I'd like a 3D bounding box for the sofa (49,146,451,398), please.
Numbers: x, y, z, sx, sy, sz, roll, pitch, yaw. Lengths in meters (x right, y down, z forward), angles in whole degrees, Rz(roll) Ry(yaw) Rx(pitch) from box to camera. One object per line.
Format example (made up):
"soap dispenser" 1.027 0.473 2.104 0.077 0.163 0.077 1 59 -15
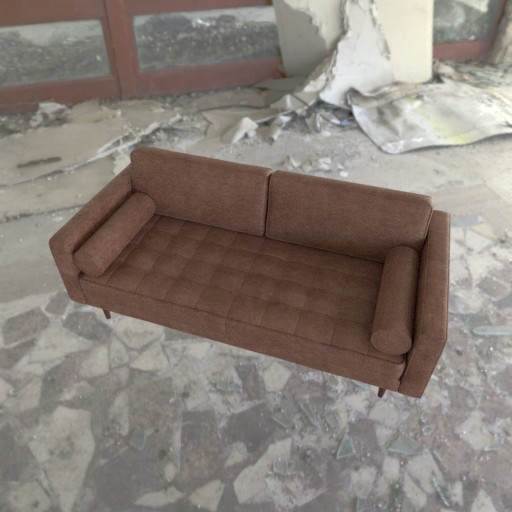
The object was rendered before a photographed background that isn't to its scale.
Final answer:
"sofa" 0.000 0.000 2.344 1.870 0.760 0.910 13 43 14
